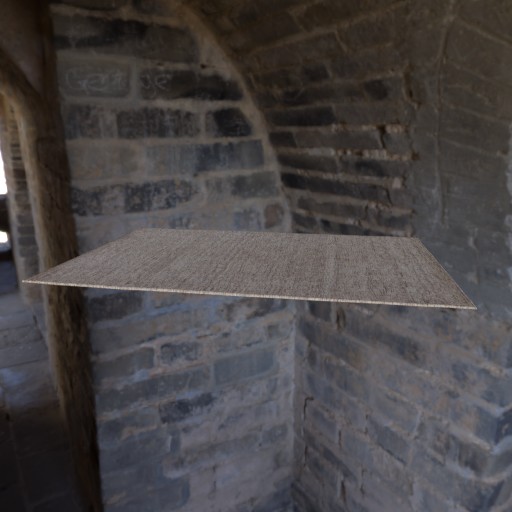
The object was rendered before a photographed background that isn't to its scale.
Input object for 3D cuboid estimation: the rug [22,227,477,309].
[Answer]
[{"bbox_3d":[0.000,0.000,2.322,1.822,0.018,1.211,2,15,9],"label":"rug"}]
